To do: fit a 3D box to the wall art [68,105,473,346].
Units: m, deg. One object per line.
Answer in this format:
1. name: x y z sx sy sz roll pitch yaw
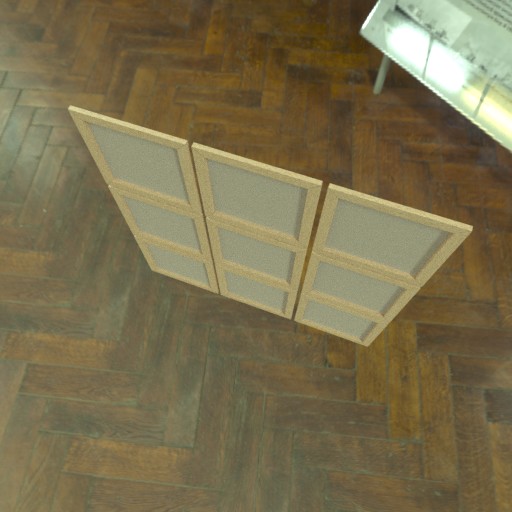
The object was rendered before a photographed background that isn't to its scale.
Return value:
1. wall art: 0.000 0.000 1.802 1.217 1.207 0.016 19 66 9
